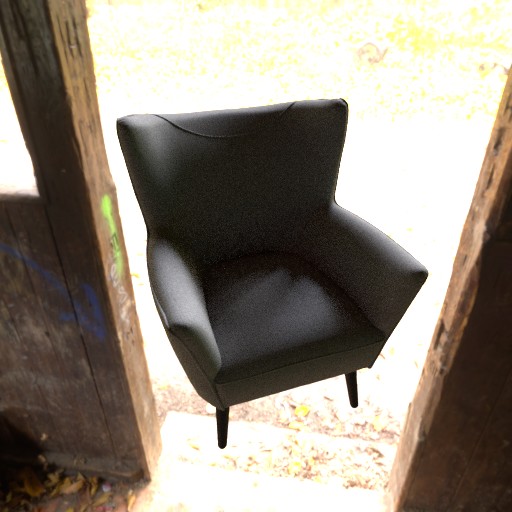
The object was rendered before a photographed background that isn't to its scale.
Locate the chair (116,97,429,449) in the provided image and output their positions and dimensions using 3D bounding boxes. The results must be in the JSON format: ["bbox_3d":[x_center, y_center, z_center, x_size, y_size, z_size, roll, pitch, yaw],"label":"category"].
[{"bbox_3d":[0.000,0.000,1.550,0.781,0.933,0.888,-11,34,-16],"label":"chair"}]
